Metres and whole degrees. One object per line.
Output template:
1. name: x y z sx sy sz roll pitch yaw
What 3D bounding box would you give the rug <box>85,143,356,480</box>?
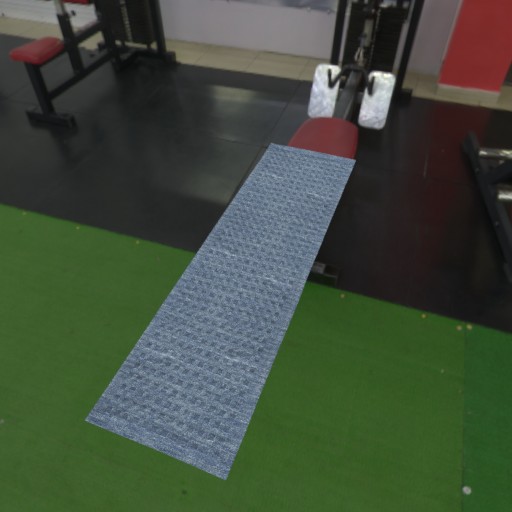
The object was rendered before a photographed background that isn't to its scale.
1. rug: 0.000 0.000 2.675 0.688 0.008 2.443 16 48 15
